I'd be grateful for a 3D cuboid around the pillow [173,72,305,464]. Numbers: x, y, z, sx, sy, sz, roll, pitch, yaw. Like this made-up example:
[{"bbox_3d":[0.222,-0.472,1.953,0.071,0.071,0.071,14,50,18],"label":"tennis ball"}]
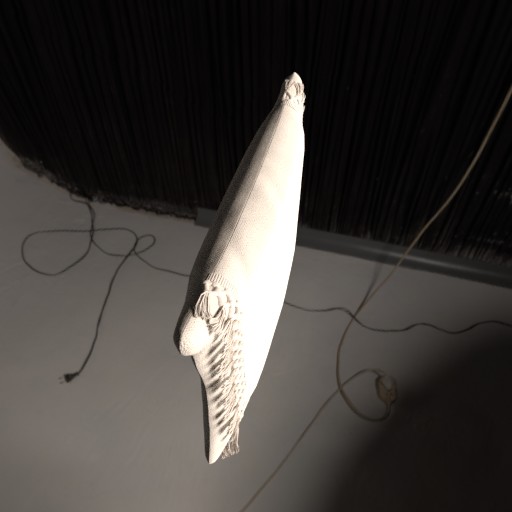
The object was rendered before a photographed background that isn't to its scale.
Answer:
[{"bbox_3d":[0.000,0.000,0.601,0.084,0.305,0.466,11,49,10],"label":"pillow"}]
